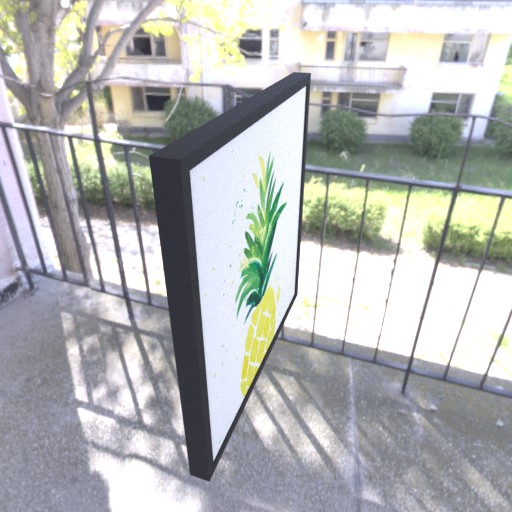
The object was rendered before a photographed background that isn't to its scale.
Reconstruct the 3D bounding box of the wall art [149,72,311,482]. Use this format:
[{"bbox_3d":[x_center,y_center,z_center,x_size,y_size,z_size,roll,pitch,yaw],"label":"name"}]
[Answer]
[{"bbox_3d":[0.000,0.000,0.752,0.033,0.507,0.508,11,33,17],"label":"wall art"}]
